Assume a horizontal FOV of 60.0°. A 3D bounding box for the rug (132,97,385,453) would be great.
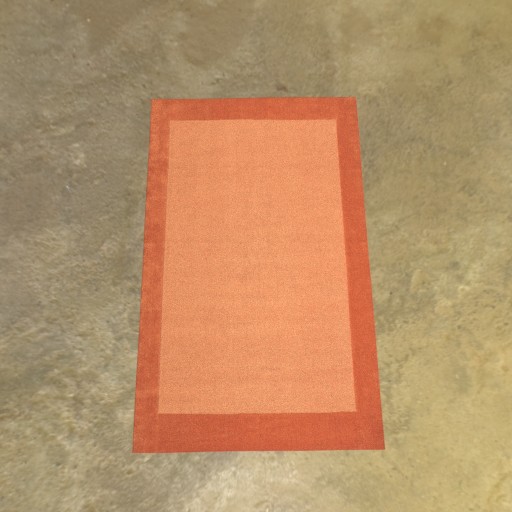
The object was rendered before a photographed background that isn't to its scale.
[{"bbox_3d":[0.000,0.000,2.984,1.524,0.014,2.438,-1,75,0],"label":"rug"}]
